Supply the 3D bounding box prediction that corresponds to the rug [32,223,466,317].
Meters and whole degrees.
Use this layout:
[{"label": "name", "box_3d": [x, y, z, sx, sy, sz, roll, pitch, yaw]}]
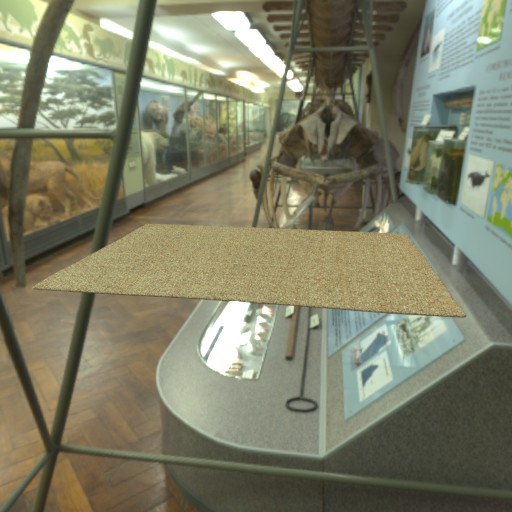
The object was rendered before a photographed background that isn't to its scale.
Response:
[{"label": "rug", "box_3d": [0.000, 0.000, 2.855, 2.141, 0.013, 1.566, 3, 17, 9]}]
